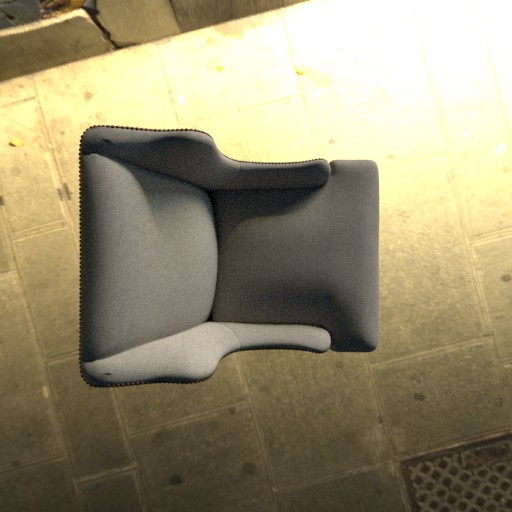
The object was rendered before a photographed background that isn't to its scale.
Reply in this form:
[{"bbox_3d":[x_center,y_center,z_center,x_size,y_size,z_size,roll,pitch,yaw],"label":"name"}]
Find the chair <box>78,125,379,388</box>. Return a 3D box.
[{"bbox_3d":[0.000,0.000,1.638,0.940,1.029,0.737,0,90,-1],"label":"chair"}]
